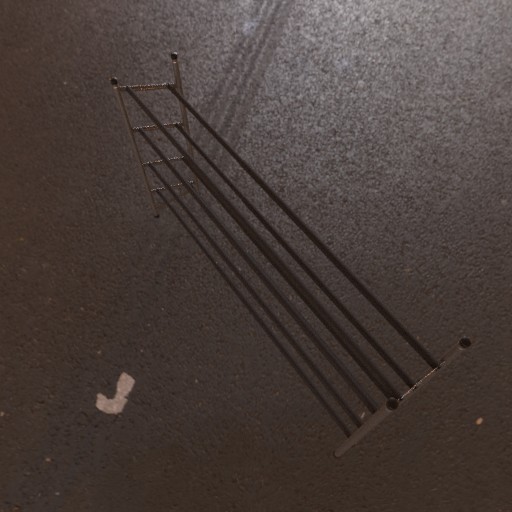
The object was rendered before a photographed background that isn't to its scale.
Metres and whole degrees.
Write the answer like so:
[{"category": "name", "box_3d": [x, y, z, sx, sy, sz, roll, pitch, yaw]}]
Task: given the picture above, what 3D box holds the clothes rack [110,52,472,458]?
[{"category": "clothes rack", "box_3d": [0.000, 0.000, 1.376, 0.229, 0.672, 1.168, -32, 64, -18]}]
